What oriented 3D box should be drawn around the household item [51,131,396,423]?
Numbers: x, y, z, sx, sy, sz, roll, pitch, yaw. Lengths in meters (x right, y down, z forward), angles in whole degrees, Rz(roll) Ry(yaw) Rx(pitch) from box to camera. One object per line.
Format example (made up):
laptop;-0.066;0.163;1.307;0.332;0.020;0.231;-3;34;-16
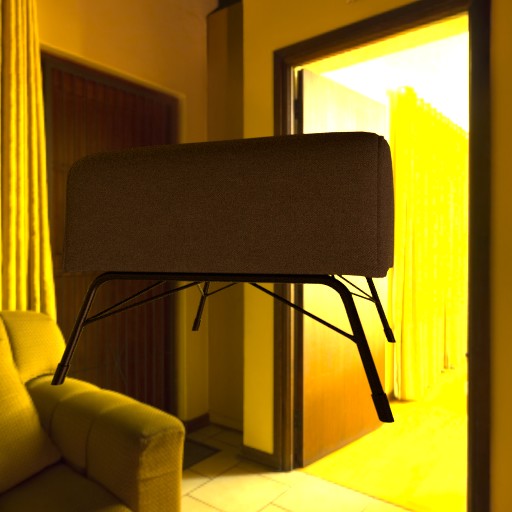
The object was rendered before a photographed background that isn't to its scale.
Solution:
household item;0.000;0.000;0.880;0.530;0.410;0.530;0;1;18
